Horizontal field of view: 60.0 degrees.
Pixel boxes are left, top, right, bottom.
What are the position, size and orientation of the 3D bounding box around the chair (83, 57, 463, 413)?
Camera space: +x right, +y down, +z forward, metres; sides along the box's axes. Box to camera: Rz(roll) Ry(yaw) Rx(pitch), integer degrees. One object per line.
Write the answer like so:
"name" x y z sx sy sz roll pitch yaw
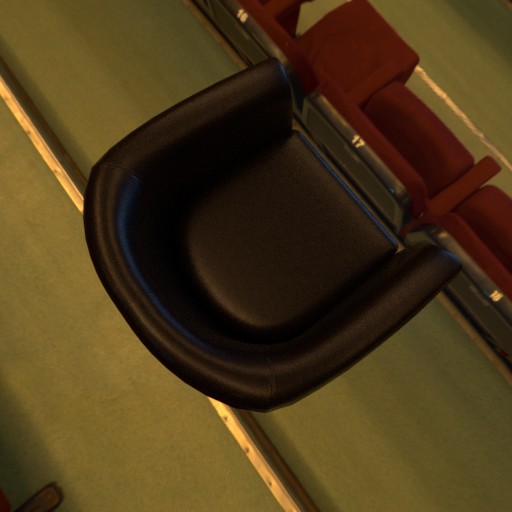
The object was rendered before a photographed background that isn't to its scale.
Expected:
"chair" 0.000 0.000 1.342 0.727 0.756 0.793 -36 78 -9
